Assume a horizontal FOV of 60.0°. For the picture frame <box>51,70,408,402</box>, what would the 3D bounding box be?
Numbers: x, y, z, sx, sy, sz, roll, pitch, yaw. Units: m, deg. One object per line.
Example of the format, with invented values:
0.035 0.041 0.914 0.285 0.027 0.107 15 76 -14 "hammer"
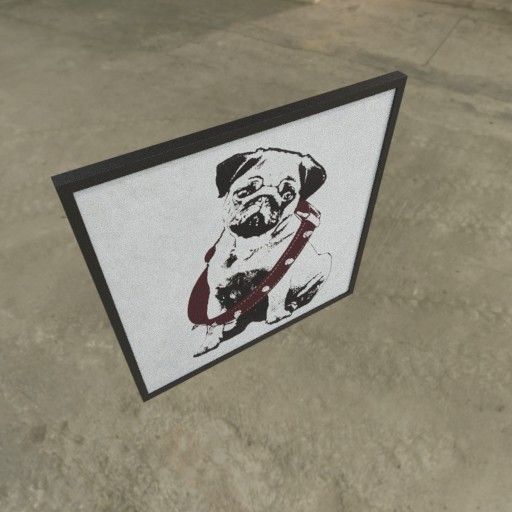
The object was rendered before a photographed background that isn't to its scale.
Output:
0.000 0.000 1.141 0.775 0.775 0.032 -24 51 -21 "picture frame"
